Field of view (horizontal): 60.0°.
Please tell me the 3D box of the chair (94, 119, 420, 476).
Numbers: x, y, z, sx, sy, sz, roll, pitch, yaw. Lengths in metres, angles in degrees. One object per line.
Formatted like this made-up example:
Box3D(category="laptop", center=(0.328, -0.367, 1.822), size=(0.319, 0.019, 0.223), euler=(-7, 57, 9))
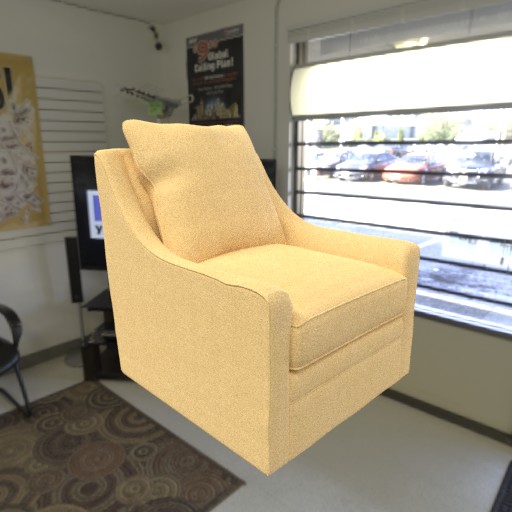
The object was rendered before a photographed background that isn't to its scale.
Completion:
Box3D(category="chair", center=(0.000, 0.000, 1.561), size=(0.760, 0.927, 0.876), euler=(-14, 20, -43))
